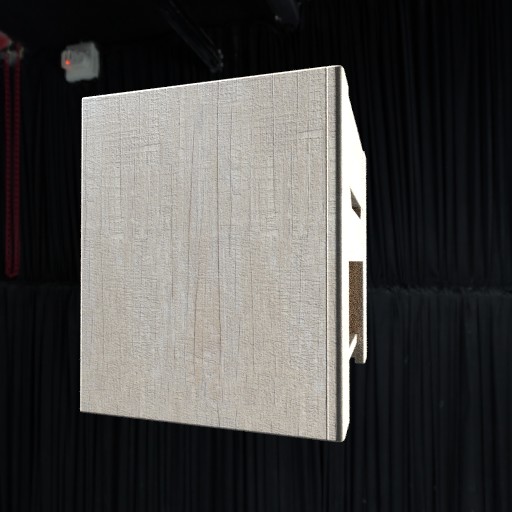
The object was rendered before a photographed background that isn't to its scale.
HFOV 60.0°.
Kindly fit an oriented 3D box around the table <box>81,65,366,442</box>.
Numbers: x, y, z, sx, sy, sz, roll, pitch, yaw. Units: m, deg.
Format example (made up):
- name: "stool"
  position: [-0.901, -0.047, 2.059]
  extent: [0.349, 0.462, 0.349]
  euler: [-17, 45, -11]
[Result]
- name: "table"
  position: [0.000, 0.000, 0.930]
  extent: [0.420, 0.510, 0.570]
  euler: [0, -1, 17]
